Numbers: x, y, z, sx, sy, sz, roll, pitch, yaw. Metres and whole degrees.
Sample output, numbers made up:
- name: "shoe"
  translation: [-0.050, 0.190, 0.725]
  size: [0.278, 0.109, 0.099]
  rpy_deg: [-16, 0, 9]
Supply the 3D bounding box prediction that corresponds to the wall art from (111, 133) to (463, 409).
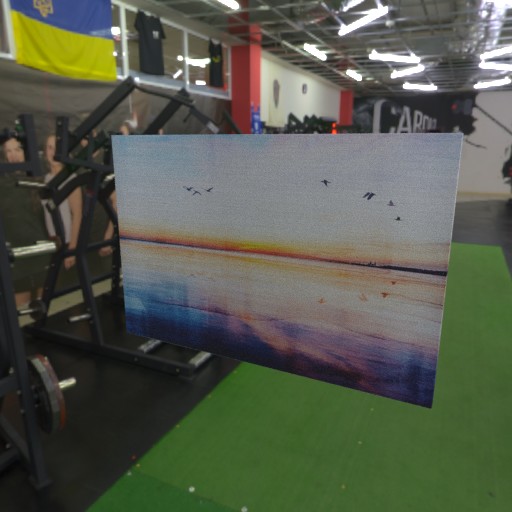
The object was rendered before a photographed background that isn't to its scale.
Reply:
- name: "wall art"
  translation: [0.000, 0.000, 1.429]
  size: [1.137, 0.756, 0.034]
  rpy_deg: [7, 16, 26]
